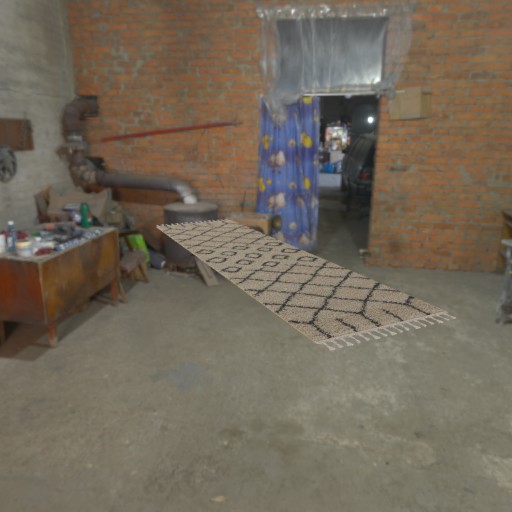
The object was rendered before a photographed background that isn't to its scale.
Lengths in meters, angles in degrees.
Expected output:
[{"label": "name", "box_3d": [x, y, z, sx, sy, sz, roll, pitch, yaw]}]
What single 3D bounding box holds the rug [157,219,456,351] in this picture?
[{"label": "rug", "box_3d": [0.000, 0.000, 2.741, 0.660, 0.005, 2.464, -7, 17, -25]}]
